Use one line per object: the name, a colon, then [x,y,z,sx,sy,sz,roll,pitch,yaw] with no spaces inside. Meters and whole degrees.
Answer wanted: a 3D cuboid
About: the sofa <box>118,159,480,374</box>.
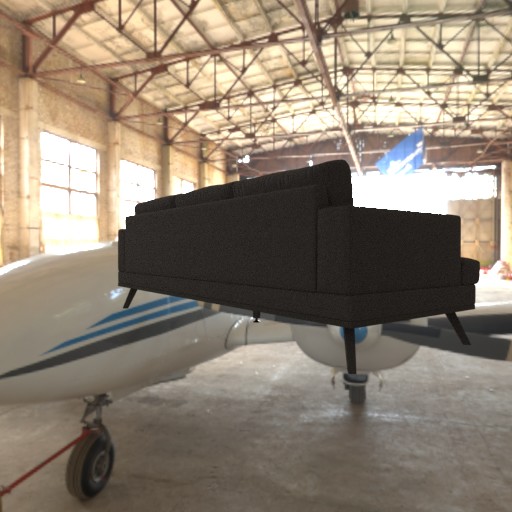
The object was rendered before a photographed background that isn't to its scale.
sofa: [0.000,0.000,2.718,0.920,0.810,2.310,-1,1,-37]
